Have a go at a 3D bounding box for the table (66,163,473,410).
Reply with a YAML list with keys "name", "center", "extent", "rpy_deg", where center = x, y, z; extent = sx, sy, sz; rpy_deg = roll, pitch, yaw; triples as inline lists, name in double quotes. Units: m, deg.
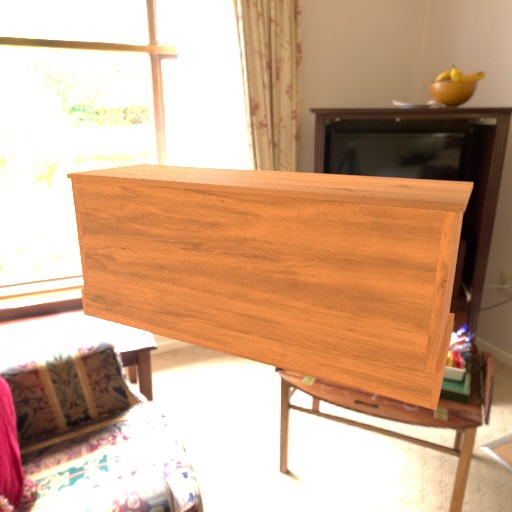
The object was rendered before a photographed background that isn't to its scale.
- name: "table"
  center: [0.000, 0.000, 1.441]
  extent: [1.200, 0.510, 0.400]
  rpy_deg: [9, 19, 26]
